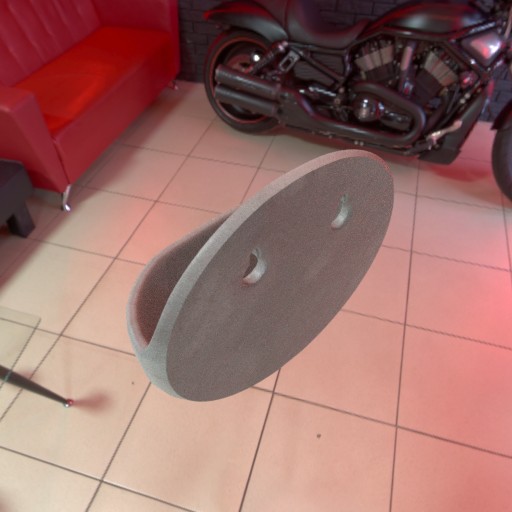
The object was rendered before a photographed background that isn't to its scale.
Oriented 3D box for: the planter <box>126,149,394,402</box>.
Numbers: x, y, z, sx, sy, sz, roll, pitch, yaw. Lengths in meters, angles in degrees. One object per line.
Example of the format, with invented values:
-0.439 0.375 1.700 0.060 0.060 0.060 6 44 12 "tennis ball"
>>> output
0.000 0.000 0.278 0.190 0.164 0.073 -32 54 -27 "planter"
